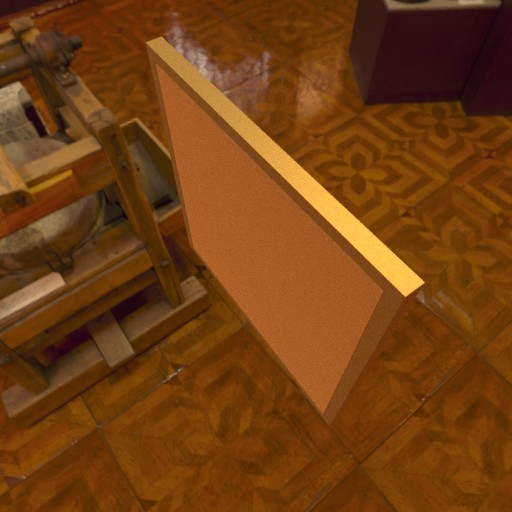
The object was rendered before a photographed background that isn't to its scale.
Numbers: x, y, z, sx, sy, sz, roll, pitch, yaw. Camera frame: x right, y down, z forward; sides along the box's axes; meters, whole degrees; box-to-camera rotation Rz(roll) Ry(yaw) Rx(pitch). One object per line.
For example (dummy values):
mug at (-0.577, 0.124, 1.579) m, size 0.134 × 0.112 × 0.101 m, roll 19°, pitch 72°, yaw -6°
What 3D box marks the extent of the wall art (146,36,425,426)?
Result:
wall art at (0.000, 0.000, 2.796) m, size 0.099 × 1.926 × 1.926 m, roll -31°, pitch 62°, yaw -19°
